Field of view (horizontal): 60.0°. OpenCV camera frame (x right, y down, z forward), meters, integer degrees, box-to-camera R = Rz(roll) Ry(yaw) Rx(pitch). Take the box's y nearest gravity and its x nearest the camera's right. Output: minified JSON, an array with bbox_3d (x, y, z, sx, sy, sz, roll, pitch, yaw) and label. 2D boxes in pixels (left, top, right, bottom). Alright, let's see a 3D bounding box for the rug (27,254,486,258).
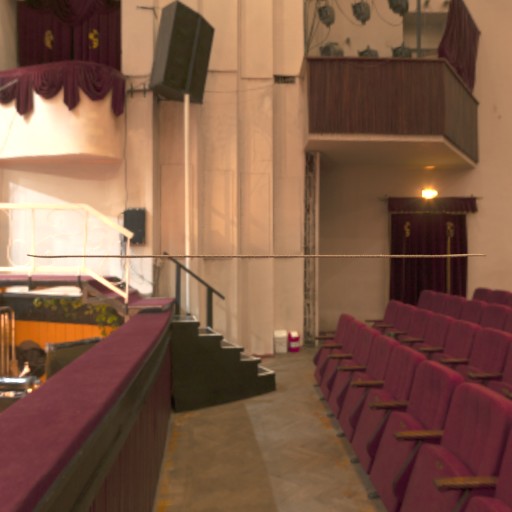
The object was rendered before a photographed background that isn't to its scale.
[{"bbox_3d":[0.000,0.000,3.913,2.897,0.035,2.277,0,0,0],"label":"rug"}]
